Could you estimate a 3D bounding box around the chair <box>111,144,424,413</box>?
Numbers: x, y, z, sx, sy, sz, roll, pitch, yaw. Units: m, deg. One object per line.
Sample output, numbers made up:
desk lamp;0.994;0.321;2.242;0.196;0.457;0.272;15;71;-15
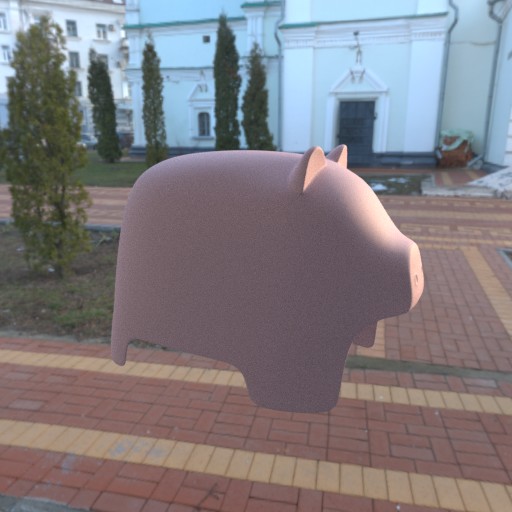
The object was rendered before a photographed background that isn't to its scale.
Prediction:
chair;0.000;0.000;0.868;0.619;0.423;0.364;8;17;27
